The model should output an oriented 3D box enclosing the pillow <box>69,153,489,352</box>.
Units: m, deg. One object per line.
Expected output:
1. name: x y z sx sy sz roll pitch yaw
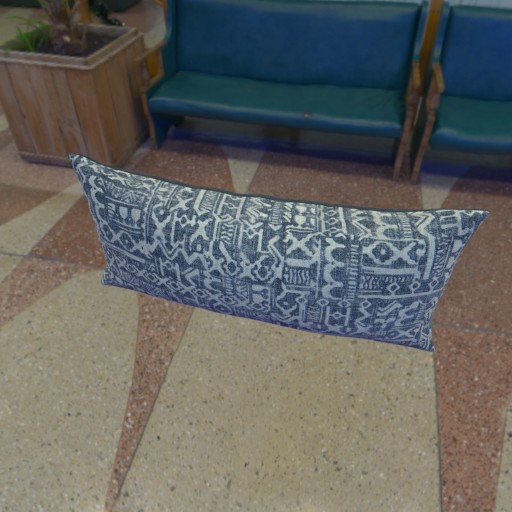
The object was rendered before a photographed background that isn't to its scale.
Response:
1. pillow: 0.000 0.000 0.720 0.631 0.292 0.148 10 43 11
